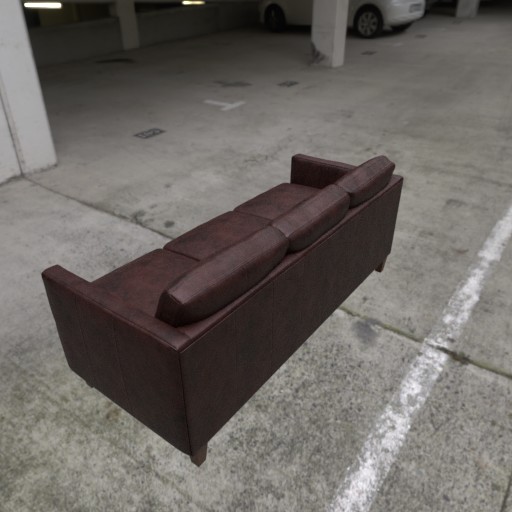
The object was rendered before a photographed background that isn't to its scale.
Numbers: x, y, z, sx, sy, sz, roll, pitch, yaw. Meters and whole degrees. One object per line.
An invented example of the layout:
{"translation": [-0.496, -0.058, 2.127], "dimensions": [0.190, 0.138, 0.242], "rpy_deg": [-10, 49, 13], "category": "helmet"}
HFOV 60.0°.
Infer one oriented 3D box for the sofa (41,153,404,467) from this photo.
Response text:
{"translation": [0.000, 0.000, 2.986], "dimensions": [1.045, 1.006, 2.464], "rpy_deg": [21, 36, 31], "category": "sofa"}
